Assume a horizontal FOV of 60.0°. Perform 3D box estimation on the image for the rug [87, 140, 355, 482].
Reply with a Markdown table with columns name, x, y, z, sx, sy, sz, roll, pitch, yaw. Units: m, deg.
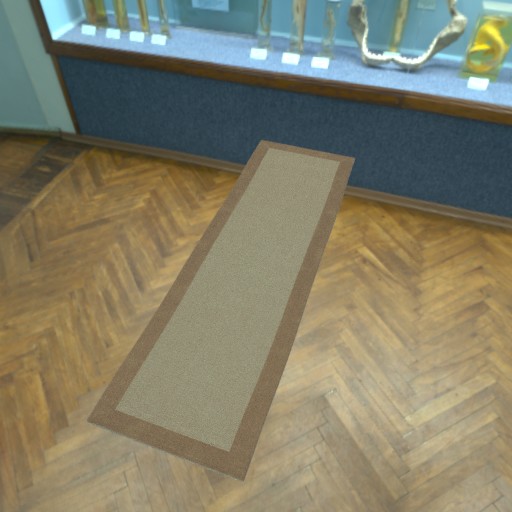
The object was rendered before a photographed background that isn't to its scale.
| name | x | y | z | sx | sy | sz | roll | pitch | yaw |
| --- | --- | --- | --- | --- | --- | --- | --- | --- | --- |
| rug | 0.000 | 0.000 | 2.684 | 0.767 | 0.012 | 2.430 | 14 | 49 | 13 |
